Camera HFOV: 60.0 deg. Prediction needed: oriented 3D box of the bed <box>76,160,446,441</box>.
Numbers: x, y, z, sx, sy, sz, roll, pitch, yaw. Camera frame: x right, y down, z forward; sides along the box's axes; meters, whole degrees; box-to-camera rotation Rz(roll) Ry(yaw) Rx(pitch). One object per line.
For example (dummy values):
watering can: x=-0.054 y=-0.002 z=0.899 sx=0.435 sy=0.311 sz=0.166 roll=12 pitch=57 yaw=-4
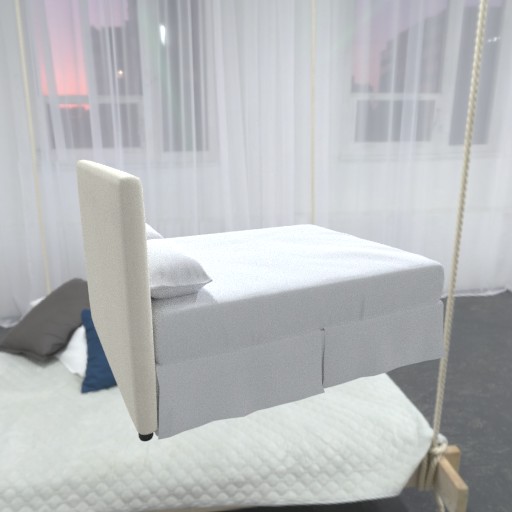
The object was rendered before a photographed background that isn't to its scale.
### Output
bed: x=0.000 y=0.000 z=3.156 sx=2.142 sy=1.330 sz=1.713 roll=-8 pitch=17 yaw=-26
